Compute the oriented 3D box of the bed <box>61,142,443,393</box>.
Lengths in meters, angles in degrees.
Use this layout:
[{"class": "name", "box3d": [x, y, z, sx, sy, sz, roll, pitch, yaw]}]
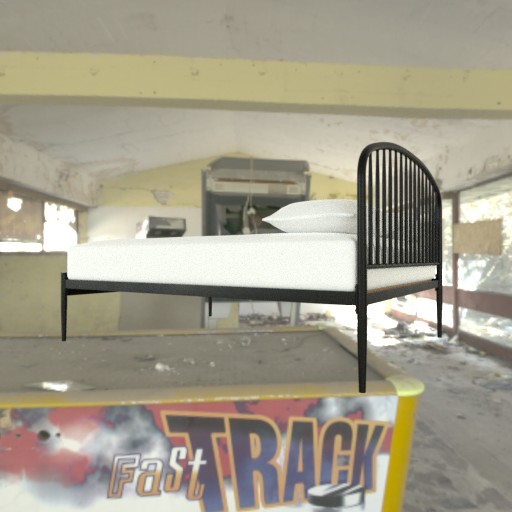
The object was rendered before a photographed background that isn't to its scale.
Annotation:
[{"class": "bed", "box3d": [0.000, 0.000, 3.112, 2.159, 1.166, 1.618, 0, 0, 34]}]
